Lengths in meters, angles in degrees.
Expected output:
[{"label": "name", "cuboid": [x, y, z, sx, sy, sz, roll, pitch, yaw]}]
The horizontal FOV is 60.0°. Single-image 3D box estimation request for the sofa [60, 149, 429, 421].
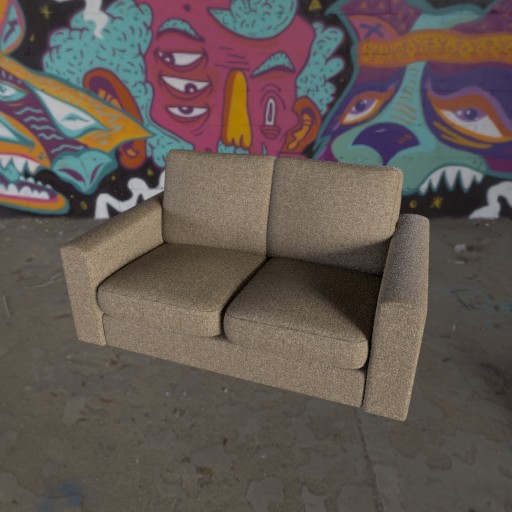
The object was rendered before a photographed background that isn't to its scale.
[{"label": "sofa", "cuboid": [0.000, 0.000, 2.243, 1.616, 0.873, 1.016, 9, 27, 18]}]
